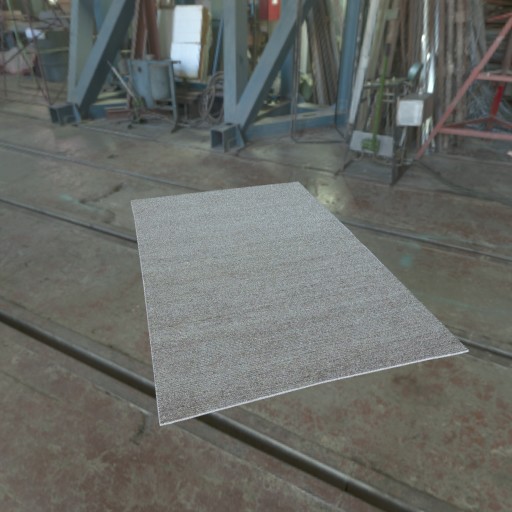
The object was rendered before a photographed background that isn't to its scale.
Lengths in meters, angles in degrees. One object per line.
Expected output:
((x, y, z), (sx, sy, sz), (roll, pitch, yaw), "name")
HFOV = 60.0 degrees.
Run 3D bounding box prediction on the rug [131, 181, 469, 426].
((0.000, 0.000, 2.257), (1.154, 0.021, 1.792), (-9, 32, -14), "rug")
